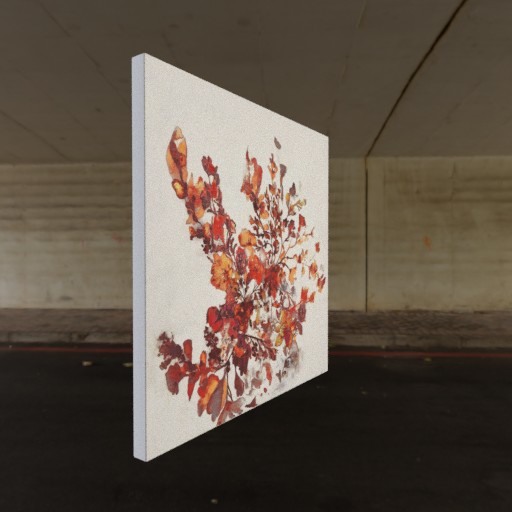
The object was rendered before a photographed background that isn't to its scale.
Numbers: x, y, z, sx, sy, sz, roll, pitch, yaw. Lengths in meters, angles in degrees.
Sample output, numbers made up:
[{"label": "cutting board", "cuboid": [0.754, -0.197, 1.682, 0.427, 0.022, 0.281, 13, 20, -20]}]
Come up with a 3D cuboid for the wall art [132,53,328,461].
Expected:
[{"label": "wall art", "cuboid": [0.000, 0.000, 1.516, 0.049, 1.009, 1.009, 1, 1, 35]}]
